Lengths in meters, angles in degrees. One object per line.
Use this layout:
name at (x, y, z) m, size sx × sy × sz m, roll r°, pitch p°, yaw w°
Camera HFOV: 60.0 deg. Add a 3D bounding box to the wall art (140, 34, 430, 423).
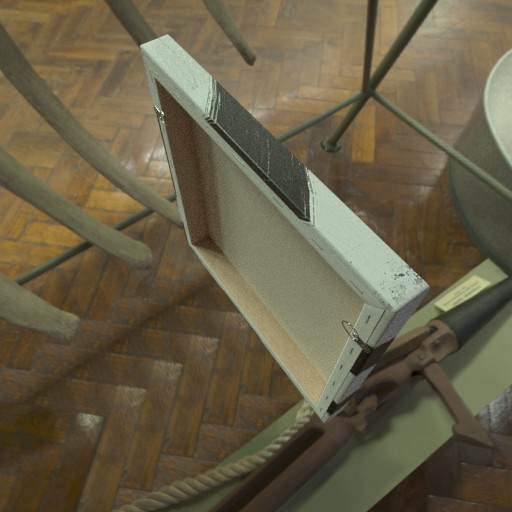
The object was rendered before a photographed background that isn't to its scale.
wall art at (0.000, 0.000, 0.738) m, size 0.050 × 0.508 × 0.507 m, roll -31°, pitch 63°, yaw -18°
